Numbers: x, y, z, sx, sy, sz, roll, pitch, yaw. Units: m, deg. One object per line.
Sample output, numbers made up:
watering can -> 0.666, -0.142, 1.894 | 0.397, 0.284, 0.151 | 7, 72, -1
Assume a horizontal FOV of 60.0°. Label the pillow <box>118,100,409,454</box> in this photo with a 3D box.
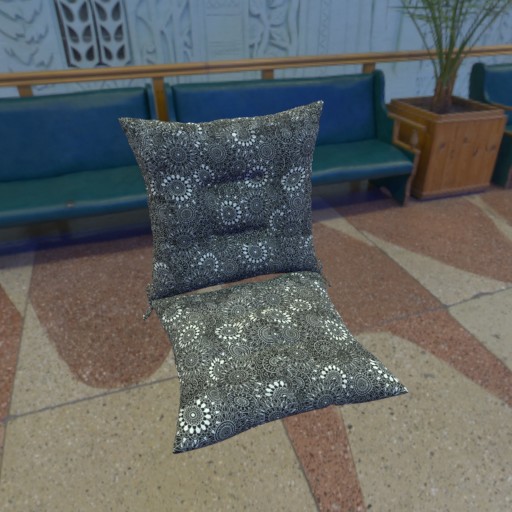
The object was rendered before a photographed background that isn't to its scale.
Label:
pillow -> 0.000, 0.000, 1.002 | 0.541, 0.536, 0.585 | -9, 34, -14
